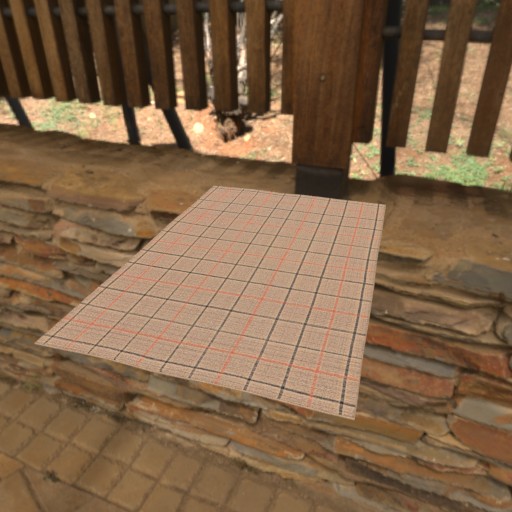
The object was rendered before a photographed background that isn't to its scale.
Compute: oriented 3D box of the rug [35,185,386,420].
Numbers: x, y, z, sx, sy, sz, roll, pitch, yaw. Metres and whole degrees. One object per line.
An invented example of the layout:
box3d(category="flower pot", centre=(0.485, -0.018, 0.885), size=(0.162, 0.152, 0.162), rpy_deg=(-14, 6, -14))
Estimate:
box3d(category="rug", centre=(0.000, 0.000, 2.312), size=(1.220, 0.013, 1.829), rpy_deg=(9, 30, 15))
